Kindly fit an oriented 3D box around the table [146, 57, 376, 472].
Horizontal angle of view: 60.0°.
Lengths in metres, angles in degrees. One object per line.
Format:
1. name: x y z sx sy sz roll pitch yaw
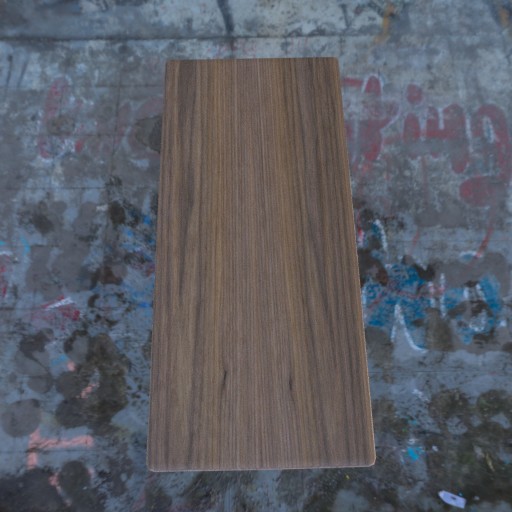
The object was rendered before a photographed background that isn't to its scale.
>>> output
1. table: 0.000 0.000 1.642 0.637 0.468 1.375 -1 73 0
